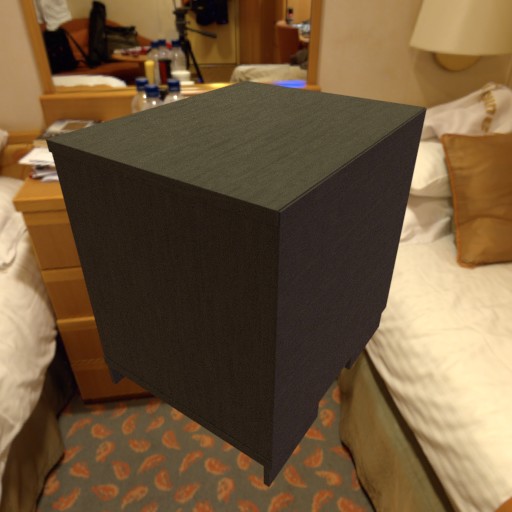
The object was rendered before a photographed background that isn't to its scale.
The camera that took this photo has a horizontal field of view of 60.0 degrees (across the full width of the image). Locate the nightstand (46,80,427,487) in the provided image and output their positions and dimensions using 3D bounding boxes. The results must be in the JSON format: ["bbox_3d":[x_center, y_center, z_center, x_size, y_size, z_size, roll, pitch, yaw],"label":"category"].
[{"bbox_3d":[0.000,0.000,0.741,0.347,0.448,0.427,21,38,29],"label":"nightstand"}]
